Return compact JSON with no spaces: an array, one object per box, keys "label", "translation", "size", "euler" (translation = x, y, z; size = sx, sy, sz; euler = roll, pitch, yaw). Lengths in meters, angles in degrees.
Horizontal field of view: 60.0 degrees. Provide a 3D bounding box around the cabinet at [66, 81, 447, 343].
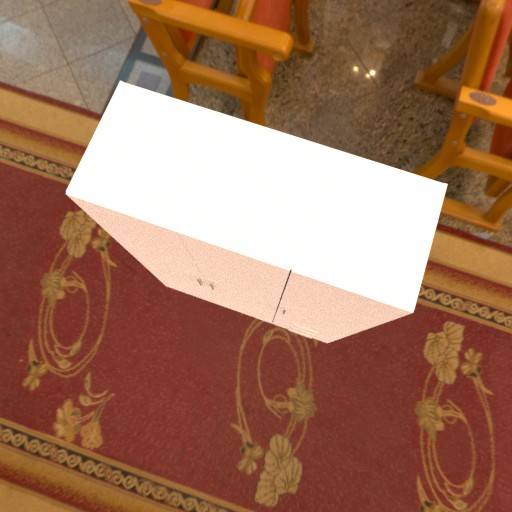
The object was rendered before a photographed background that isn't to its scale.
[{"label":"cabinet","translation":[0.000,0.000,2.523],"size":[1.290,1.910,0.510],"euler":[19,77,5]}]
